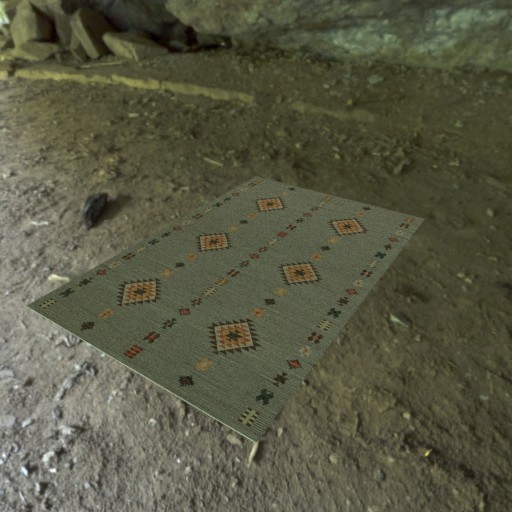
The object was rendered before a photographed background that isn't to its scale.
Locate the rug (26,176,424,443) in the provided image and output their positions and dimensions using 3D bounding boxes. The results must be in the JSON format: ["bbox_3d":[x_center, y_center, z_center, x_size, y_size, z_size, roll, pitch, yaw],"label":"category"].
[{"bbox_3d":[0.000,0.000,2.301,1.217,0.005,1.818,20,37,28],"label":"rug"}]
